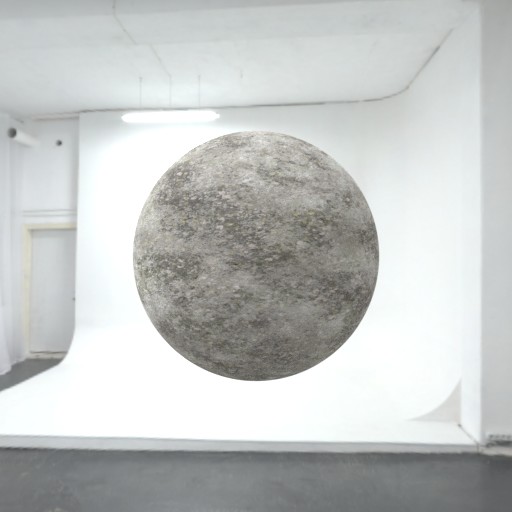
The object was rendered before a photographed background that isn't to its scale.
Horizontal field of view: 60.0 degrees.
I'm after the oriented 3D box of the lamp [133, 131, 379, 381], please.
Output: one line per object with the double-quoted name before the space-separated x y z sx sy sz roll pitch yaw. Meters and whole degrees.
"lamp" 0.000 0.000 0.787 0.422 0.429 0.422 0 -1 0
